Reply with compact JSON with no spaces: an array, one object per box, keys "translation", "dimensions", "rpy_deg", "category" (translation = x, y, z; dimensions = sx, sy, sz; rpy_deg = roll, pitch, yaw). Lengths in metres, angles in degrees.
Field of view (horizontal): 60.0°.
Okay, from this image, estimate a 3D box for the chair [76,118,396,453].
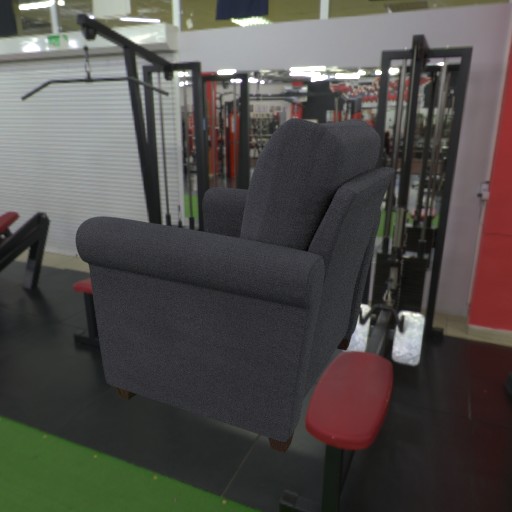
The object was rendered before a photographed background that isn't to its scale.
[{"translation":[0.000,0.000,1.591],"dimensions":[0.828,0.942,0.867],"rpy_deg":[8,19,25],"category":"chair"}]
